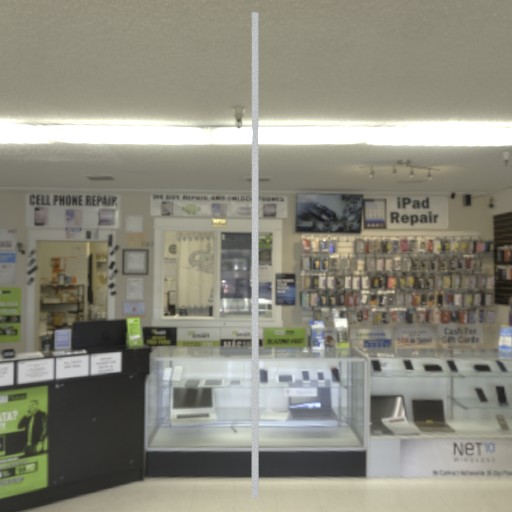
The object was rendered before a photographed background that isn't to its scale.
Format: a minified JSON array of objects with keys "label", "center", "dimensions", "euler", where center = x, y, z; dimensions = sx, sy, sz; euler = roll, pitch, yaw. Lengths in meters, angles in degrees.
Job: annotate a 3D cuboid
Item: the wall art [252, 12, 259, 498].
[{"label":"wall art","center":[0.000,0.000,1.187],"dimensions":[0.013,0.940,0.659],"euler":[0,-1,0]}]
